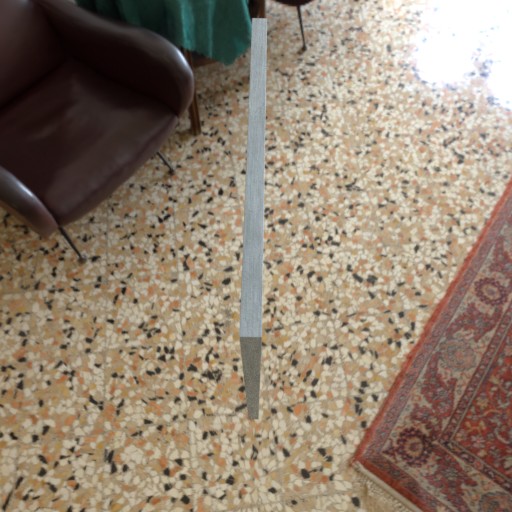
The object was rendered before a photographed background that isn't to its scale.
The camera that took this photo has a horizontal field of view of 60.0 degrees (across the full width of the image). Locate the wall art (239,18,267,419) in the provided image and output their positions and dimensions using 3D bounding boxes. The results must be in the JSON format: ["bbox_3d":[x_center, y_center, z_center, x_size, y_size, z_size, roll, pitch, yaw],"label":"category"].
[{"bbox_3d":[0.000,0.000,0.794,0.022,0.582,0.479,1,62,1],"label":"wall art"}]
